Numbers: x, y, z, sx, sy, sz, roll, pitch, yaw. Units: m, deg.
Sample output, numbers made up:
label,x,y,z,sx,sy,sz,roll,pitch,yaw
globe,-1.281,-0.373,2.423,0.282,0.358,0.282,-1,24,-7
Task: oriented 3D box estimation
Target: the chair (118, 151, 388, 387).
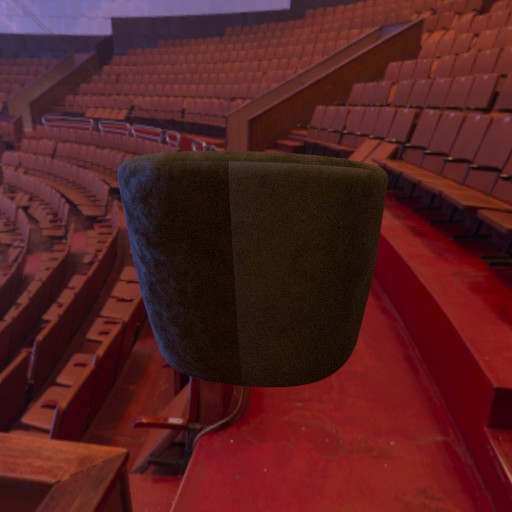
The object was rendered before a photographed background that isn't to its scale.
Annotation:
label,x,y,z,sx,sy,sz,roll,pitch,yaw
chair,0.000,0.000,1.376,0.773,0.698,0.767,3,19,8
